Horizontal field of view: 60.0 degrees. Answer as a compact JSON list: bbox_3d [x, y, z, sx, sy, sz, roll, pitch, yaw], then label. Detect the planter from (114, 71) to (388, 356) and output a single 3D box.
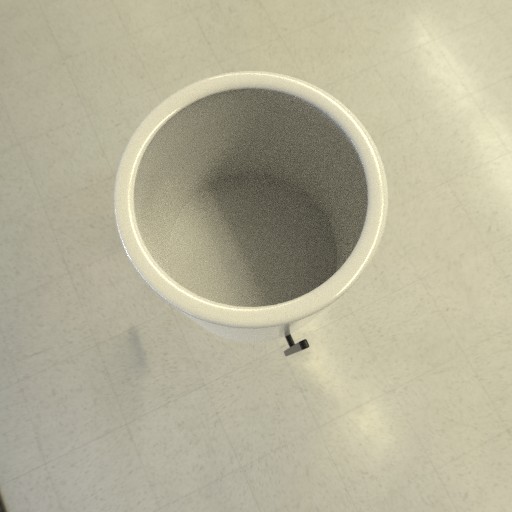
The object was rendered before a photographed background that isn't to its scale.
[{"bbox_3d":[0.000,0.000,0.519,0.239,0.356,0.239,-22,77,-5],"label":"planter"}]
